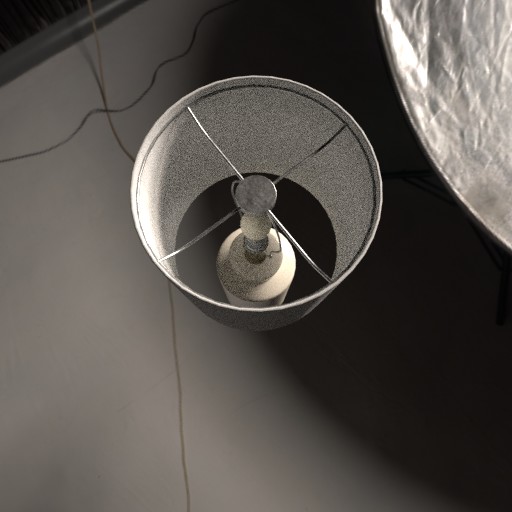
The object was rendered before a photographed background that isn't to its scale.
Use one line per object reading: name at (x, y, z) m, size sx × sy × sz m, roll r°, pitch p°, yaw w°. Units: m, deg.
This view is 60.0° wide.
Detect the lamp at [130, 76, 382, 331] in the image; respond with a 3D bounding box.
lamp at (0.000, 0.000, 0.610) m, size 0.212 × 0.493 × 0.212 m, roll -37°, pitch 79°, yaw -8°
